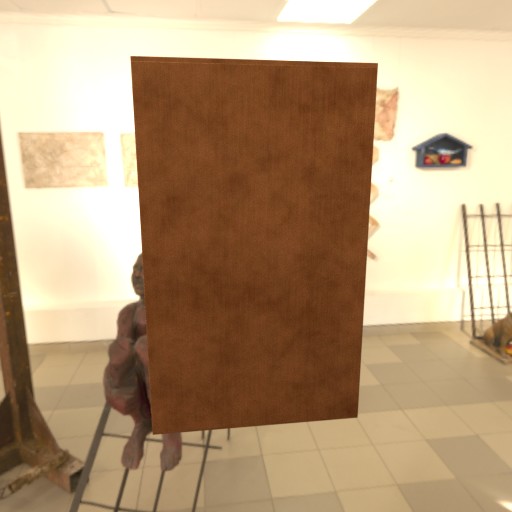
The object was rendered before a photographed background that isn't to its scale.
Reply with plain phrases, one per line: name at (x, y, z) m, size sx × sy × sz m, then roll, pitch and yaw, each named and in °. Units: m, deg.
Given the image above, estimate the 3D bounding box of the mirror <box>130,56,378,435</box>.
mirror at (0.000, 0.000, 0.949) m, size 0.468 × 0.768 × 0.082 m, roll -2°, pitch 13°, yaw -8°
